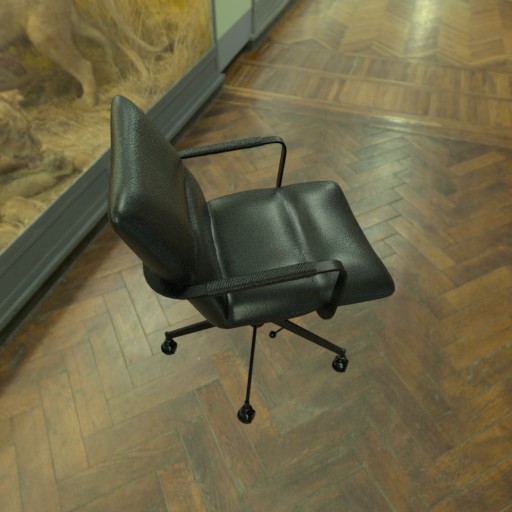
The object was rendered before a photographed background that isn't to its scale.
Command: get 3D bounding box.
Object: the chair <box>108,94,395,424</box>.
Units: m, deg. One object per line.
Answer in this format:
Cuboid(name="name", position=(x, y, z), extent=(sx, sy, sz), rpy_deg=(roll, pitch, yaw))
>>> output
Cuboid(name="chair", position=(0.000, 0.000, 1.454), extent=(0.748, 0.922, 0.719), rpy_deg=(-9, 46, -8))
